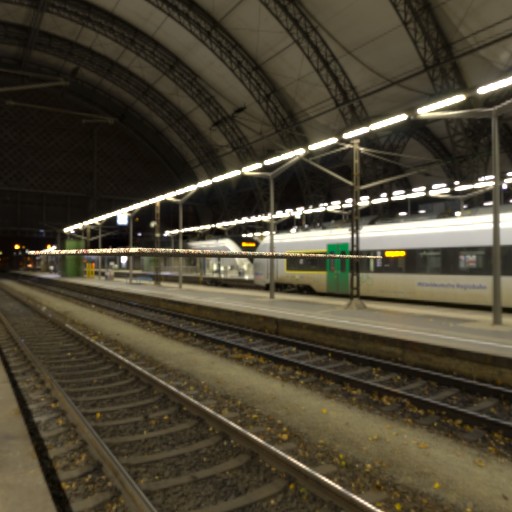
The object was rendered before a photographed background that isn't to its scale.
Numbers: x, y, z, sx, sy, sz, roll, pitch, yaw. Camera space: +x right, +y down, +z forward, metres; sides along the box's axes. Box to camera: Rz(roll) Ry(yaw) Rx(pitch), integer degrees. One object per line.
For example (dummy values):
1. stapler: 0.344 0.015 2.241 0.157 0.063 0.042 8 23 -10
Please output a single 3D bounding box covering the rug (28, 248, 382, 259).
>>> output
1. rug: 0.000 0.000 2.561 0.688 0.015 2.292 -1 -1 35
